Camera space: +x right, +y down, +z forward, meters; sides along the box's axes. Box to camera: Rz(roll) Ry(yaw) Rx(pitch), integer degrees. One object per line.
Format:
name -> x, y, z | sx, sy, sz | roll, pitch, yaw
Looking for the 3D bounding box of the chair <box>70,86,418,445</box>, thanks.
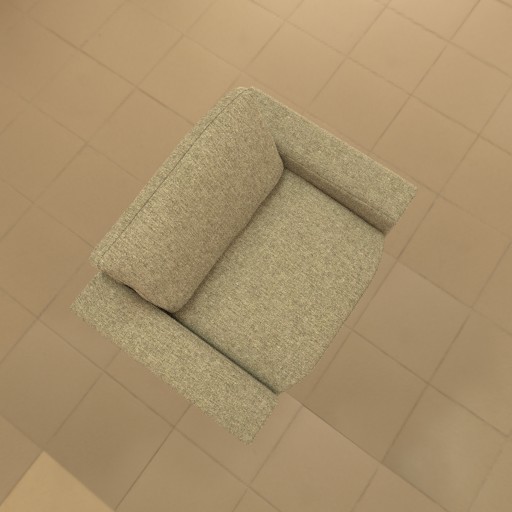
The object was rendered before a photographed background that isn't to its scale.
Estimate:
chair -> 0.000, 0.000, 2.112 | 1.039, 0.915, 1.398 | 34, 78, 8
